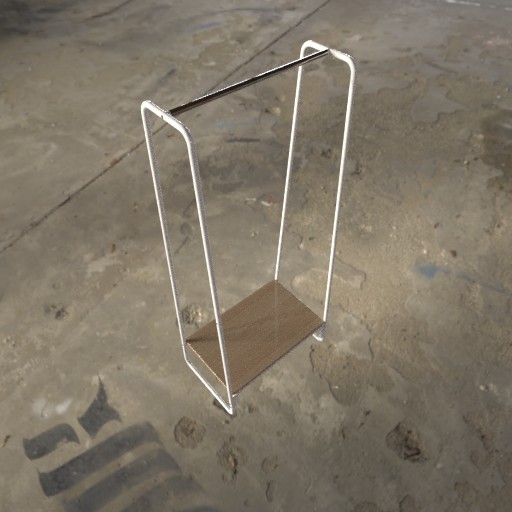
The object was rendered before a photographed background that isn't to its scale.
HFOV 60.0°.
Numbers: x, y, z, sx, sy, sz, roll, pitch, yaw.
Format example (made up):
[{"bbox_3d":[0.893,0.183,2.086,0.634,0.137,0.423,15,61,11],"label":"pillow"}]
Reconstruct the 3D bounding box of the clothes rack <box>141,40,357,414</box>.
[{"bbox_3d":[0.000,0.000,1.818,0.640,1.500,0.400,-32,55,-27],"label":"clothes rack"}]
